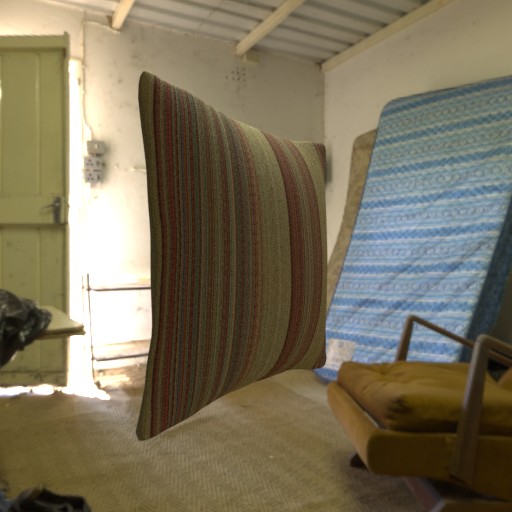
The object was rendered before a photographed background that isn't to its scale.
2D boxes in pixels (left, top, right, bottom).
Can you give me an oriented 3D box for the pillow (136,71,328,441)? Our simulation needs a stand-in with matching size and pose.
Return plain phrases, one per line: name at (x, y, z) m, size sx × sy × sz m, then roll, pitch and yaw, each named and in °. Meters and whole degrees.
pillow at (0.000, 0.000, 0.665) m, size 0.136 × 0.419 × 0.437 m, roll 0°, pitch 0°, yaw 37°
